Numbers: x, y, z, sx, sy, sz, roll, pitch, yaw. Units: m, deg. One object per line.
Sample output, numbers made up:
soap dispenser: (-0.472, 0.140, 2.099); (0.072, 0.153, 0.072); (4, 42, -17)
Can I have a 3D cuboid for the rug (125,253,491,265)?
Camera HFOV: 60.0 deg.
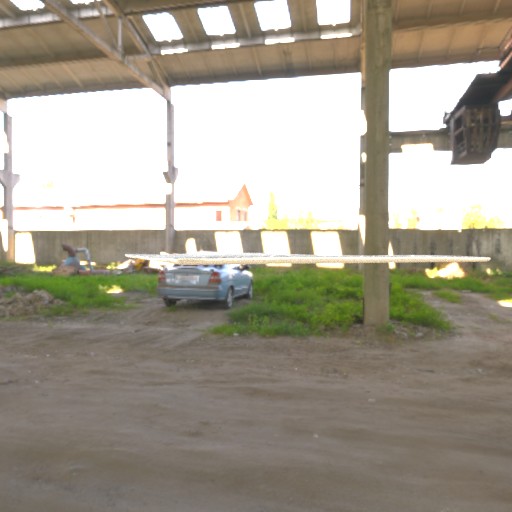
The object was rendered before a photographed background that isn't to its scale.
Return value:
rug: (0.000, 0.000, 3.027); (1.537, 0.036, 2.447); (0, 1, -21)
